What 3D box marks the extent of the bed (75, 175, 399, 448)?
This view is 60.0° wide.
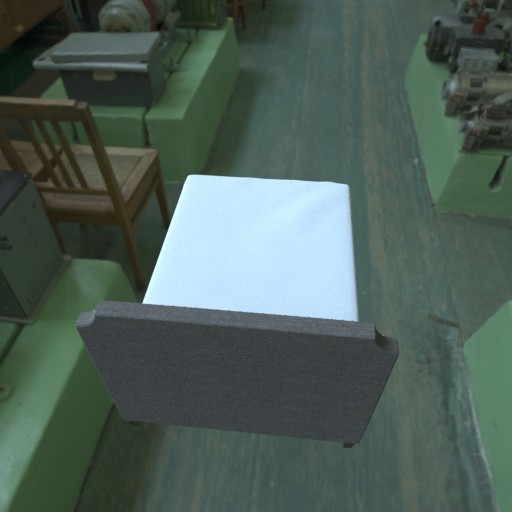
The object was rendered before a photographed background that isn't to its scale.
[{"bbox_3d":[0.000,0.000,3.558,1.713,1.457,2.381,4,46,4],"label":"bed"}]
